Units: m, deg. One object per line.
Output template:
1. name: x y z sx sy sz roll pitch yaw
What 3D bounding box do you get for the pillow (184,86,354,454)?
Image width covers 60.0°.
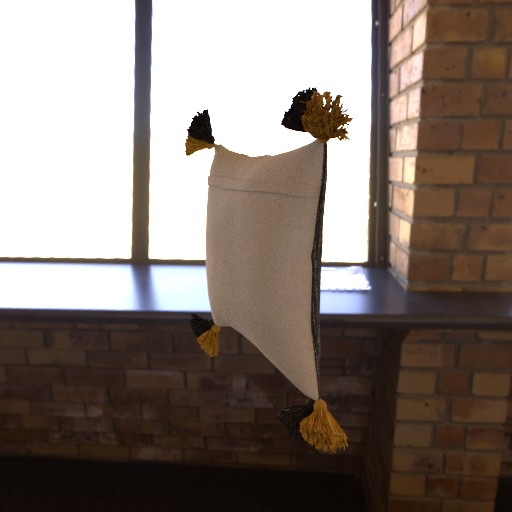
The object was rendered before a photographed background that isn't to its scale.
1. pillow: 0.000 0.000 0.974 0.139 0.659 0.654 -7 14 -27
